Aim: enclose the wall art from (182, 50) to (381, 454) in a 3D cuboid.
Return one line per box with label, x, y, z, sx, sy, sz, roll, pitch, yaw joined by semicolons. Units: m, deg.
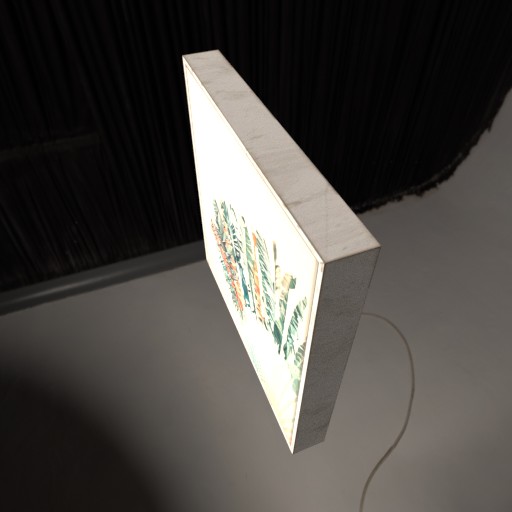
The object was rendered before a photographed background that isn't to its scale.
wall art;0.000;0.000;0.465;0.038;0.303;0.305;-16;49;-15
